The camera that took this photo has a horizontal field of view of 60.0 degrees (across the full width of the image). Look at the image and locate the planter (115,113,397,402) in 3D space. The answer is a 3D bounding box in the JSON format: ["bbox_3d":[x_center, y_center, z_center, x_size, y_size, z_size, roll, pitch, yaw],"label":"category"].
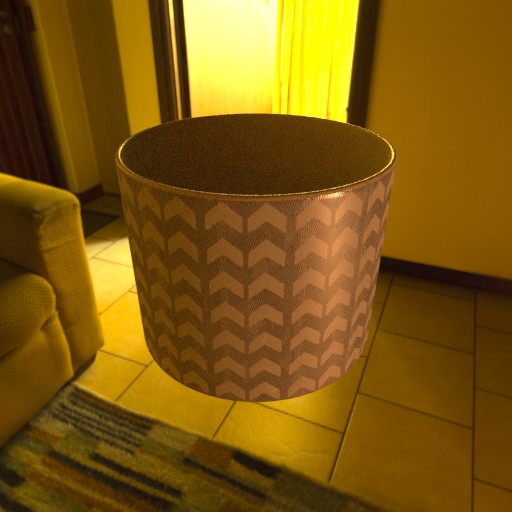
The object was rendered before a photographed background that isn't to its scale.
[{"bbox_3d":[0.000,0.000,0.467,0.250,0.239,0.250,0,30,0],"label":"planter"}]
